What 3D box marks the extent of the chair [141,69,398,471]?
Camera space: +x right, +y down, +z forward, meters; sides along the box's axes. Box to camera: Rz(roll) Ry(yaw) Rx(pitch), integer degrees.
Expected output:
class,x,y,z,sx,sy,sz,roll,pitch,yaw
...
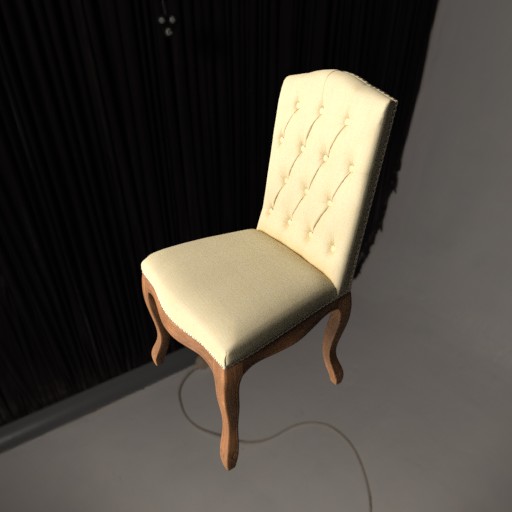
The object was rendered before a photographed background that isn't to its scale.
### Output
class,x,y,z,sx,sy,sz,roll,pitch,yaw
chair,0.000,0.000,1.558,0.715,1.165,0.623,-20,37,-29
